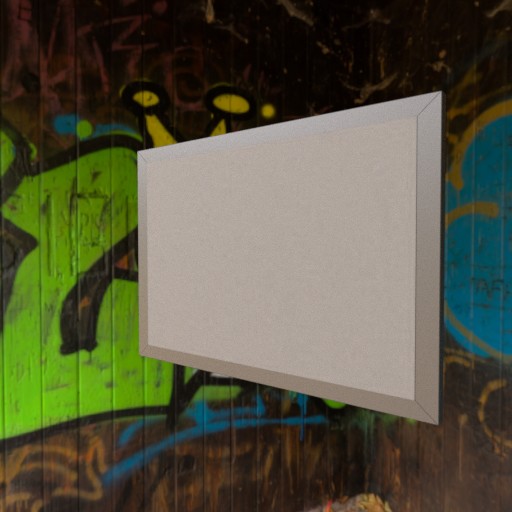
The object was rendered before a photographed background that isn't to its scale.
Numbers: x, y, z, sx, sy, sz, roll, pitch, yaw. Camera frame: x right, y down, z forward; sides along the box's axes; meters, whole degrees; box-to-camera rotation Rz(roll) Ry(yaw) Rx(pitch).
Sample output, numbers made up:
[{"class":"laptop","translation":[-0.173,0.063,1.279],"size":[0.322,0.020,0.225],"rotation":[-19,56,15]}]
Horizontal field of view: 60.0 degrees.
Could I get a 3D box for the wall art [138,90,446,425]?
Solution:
[{"class":"wall art","translation":[0.000,0.000,0.540],"size":[0.432,0.306,0.016],"rotation":[1,2,37]}]
